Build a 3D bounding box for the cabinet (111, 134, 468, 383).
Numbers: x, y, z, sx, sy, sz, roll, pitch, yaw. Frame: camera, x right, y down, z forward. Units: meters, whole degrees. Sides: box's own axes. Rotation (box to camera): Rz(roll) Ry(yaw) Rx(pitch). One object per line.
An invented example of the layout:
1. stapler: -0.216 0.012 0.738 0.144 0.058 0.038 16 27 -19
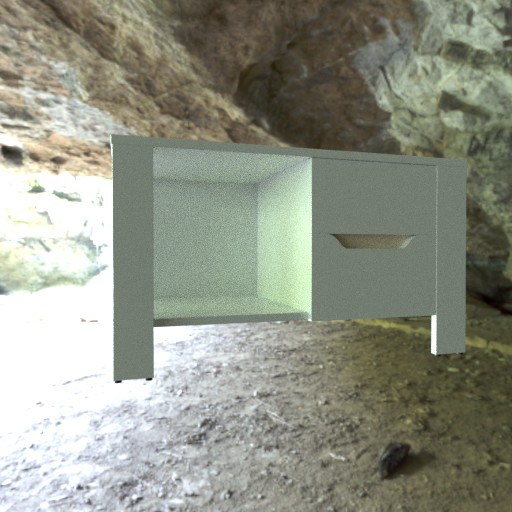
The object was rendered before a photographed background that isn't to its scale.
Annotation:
1. cabinet: 0.000 0.000 1.313 0.800 0.460 0.800 0 1 -17
